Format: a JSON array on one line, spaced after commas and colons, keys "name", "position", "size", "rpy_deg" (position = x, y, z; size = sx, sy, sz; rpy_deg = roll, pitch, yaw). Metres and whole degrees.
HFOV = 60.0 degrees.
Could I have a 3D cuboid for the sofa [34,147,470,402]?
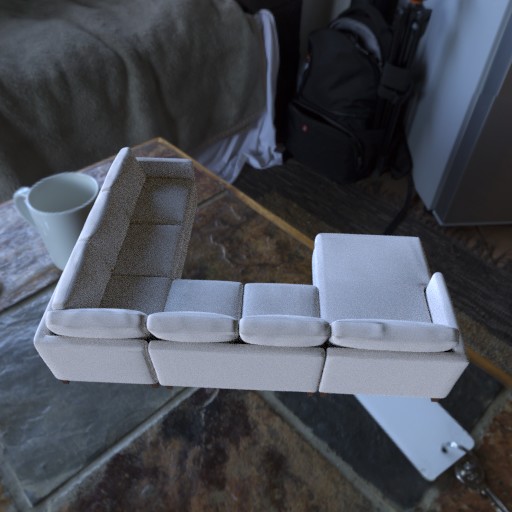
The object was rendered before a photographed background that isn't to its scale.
[{"name": "sofa", "position": [0.000, 0.000, 4.484], "size": [3.459, 0.956, 2.593], "rpy_deg": [2, 47, 2]}]
